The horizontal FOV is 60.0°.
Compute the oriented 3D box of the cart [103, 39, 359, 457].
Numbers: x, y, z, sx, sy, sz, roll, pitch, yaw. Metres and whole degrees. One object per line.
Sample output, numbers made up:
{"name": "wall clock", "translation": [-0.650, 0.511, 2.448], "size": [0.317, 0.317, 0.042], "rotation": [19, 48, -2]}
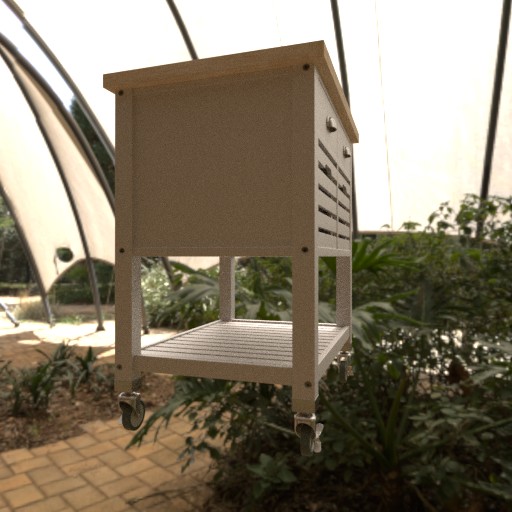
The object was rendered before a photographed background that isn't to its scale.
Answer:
{"name": "cart", "translation": [0.000, 0.000, 1.386], "size": [0.559, 0.914, 0.762], "rotation": [0, 0, 19]}
